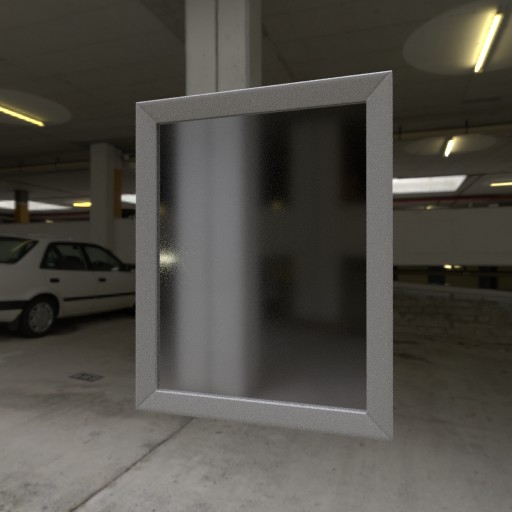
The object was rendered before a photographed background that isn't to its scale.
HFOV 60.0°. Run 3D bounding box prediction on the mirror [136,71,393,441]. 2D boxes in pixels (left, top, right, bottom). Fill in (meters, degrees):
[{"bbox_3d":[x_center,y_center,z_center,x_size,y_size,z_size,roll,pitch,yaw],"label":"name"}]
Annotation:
[{"bbox_3d":[0.000,0.000,0.689,0.405,0.508,0.041,0,0,18],"label":"mirror"}]
